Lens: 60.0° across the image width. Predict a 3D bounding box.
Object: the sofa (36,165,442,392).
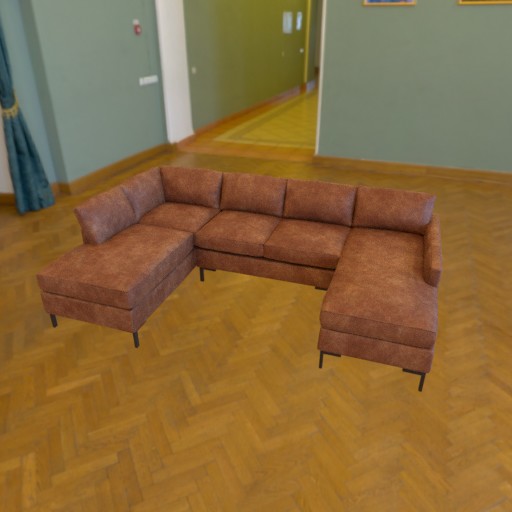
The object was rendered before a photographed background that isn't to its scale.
[{"bbox_3d":[0.000,0.000,3.809,2.956,0.900,1.939,9,29,17],"label":"sofa"}]
